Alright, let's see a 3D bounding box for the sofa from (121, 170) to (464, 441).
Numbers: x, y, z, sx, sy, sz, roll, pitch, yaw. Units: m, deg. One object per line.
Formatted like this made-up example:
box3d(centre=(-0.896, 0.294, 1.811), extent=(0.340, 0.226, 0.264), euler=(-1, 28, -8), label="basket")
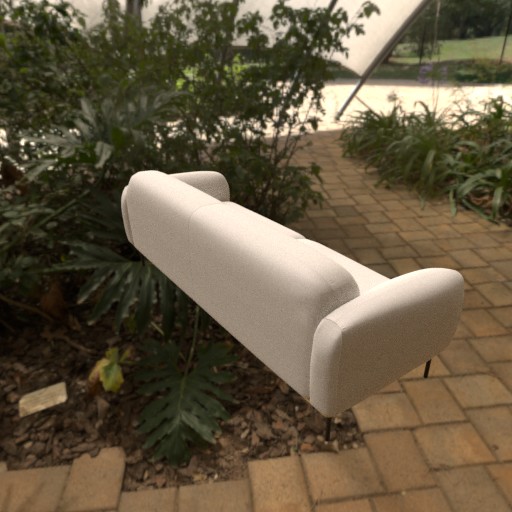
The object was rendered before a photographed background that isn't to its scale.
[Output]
box3d(centre=(0.000, 0.000, 2.658), extent=(0.880, 0.780, 2.257), euler=(-17, 31, -31), label="sofa")
